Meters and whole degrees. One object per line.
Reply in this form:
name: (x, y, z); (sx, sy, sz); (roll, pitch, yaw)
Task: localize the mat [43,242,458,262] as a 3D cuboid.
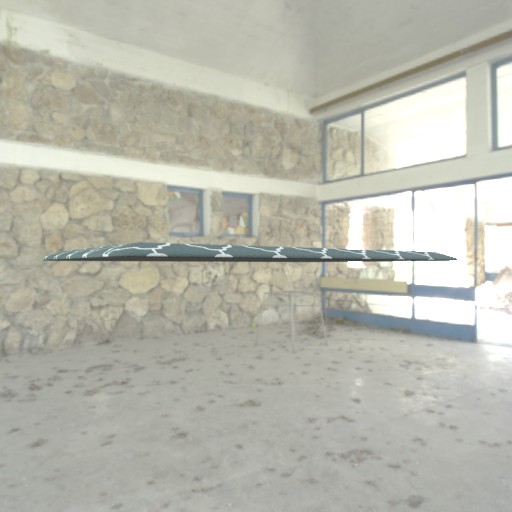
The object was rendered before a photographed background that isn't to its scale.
mat: (0.000, 0.000, 0.952); (0.762, 0.021, 0.508); (1, -1, -36)
